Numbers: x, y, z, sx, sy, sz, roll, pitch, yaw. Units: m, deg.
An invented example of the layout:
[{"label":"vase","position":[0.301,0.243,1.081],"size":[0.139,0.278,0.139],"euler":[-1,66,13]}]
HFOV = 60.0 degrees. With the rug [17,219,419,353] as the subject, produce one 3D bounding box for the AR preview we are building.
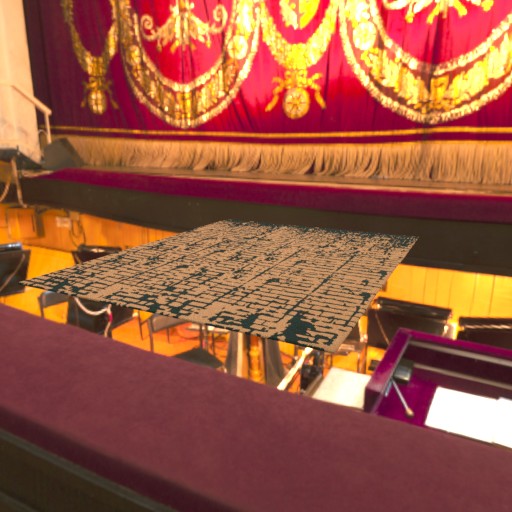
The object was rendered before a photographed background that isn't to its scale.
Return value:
[{"label":"rug","position":[0.000,0.000,4.027],"size":[2.416,0.014,3.017],"euler":[7,16,26]}]
